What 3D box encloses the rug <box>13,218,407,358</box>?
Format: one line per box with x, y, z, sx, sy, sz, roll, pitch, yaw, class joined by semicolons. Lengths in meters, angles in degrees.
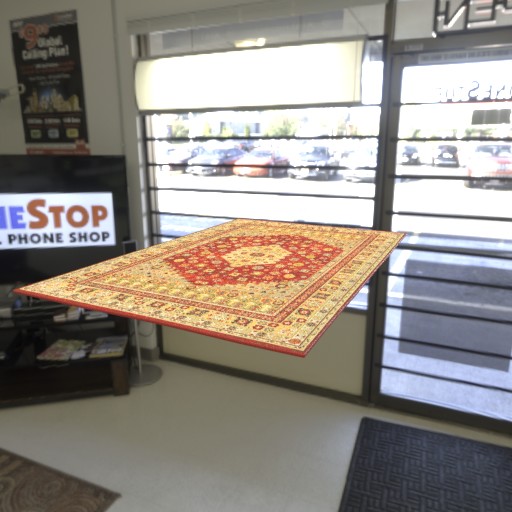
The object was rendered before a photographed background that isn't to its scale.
0.000;0.000;2.229;1.194;0.013;1.802;7;16;26;rug
